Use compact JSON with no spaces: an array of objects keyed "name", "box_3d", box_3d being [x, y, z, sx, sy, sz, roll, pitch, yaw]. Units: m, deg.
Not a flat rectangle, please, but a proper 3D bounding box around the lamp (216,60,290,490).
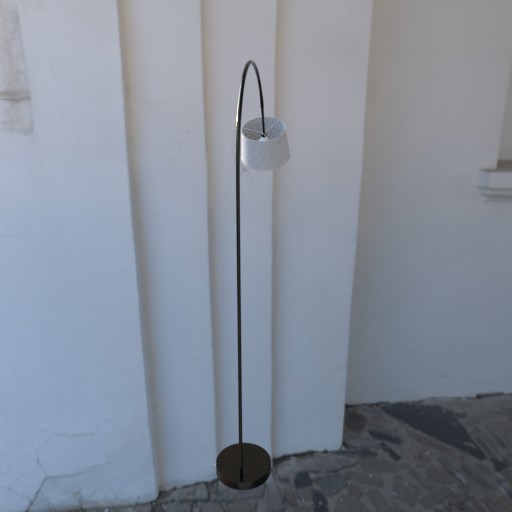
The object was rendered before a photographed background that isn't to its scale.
[{"name":"lamp","box_3d":[0.000,0.000,2.626,0.331,2.104,1.363,2,16,7]}]
